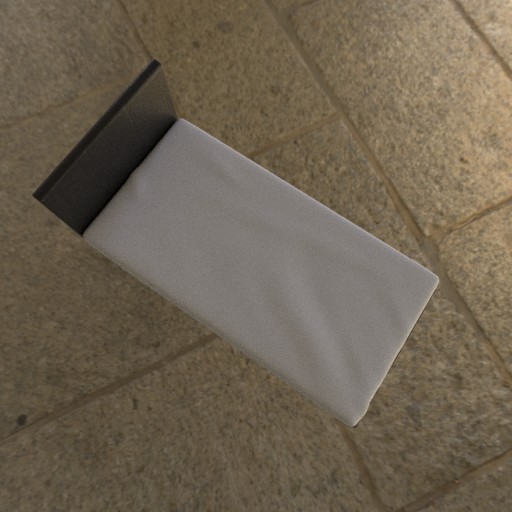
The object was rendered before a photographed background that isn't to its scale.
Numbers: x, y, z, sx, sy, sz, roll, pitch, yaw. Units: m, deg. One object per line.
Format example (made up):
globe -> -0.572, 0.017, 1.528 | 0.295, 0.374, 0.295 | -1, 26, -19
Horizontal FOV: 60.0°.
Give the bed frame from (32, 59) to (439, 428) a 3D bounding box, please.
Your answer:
bed frame -> 0.000, 0.000, 2.571 | 2.152, 1.046, 1.038 | 33, 77, 9
